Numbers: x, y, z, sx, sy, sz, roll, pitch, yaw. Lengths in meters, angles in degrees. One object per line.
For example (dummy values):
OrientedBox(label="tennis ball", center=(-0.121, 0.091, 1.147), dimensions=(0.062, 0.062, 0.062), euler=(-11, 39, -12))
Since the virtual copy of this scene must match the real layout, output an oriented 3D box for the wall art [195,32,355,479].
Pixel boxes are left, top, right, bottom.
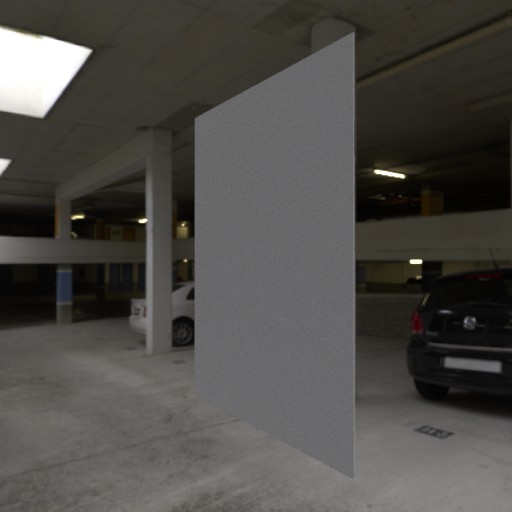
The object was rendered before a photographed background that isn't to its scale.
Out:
OrientedBox(label="wall art", center=(0.000, 0.000, 0.790), dimensions=(0.003, 0.609, 0.457), euler=(0, 0, -36))
